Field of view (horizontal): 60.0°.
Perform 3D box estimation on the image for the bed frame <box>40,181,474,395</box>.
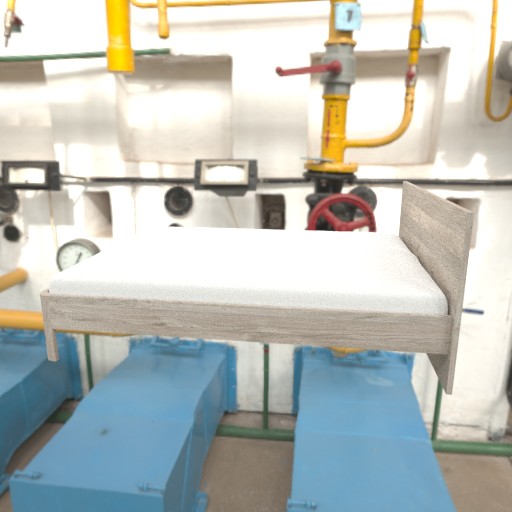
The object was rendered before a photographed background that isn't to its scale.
[{"bbox_3d":[0.000,0.000,2.687,1.950,0.800,1.490,2,14,8],"label":"bed frame"}]
